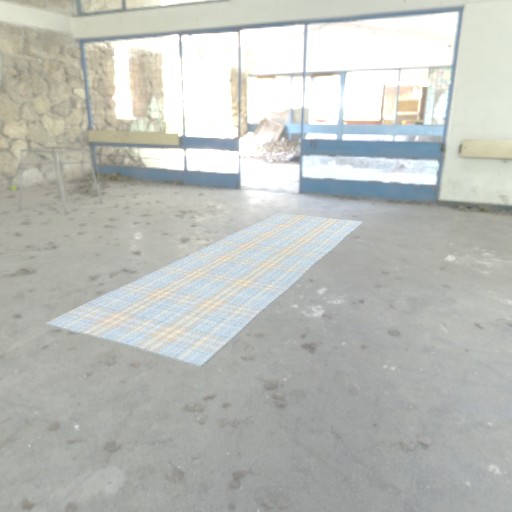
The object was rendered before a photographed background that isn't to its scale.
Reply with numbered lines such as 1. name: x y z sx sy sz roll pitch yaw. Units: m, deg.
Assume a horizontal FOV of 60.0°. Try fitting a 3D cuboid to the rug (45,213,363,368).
1. rug: 0.000 0.000 2.723 0.762 0.013 2.439 8 19 25
